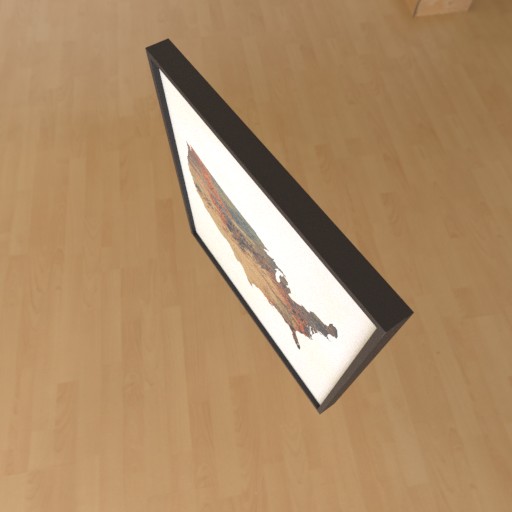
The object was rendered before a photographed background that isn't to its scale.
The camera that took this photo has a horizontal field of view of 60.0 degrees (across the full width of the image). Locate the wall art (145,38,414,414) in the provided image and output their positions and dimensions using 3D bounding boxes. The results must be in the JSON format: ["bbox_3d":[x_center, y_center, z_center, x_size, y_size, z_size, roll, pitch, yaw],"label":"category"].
[{"bbox_3d":[0.000,0.000,0.758,0.038,0.507,0.507,-31,66,-15],"label":"wall art"}]
